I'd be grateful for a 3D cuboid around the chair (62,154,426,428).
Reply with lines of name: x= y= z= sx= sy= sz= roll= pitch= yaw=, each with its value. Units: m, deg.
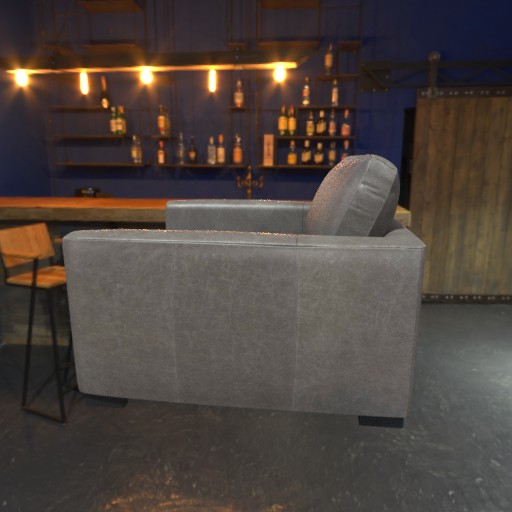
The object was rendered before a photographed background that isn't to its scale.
chair: x=0.000 y=0.000 z=1.801 sx=1.080 sy=0.807 sz=1.106 roll=2 pitch=13 yaw=8
